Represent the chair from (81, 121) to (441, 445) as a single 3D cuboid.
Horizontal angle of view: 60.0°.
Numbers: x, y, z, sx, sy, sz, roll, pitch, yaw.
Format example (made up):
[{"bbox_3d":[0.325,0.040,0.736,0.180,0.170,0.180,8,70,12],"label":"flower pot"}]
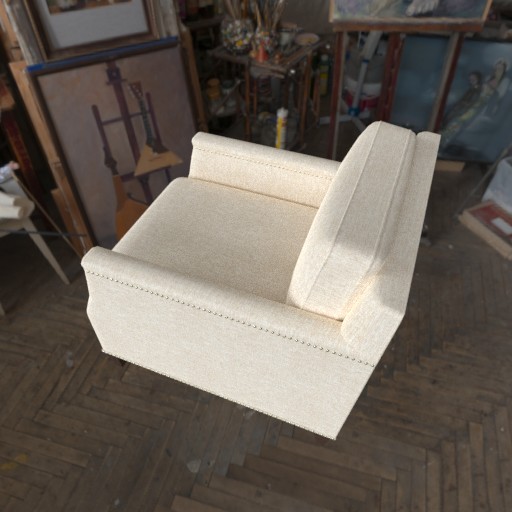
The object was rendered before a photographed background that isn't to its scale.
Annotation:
[{"bbox_3d":[0.000,0.000,1.679,1.041,0.940,0.838,16,48,15],"label":"chair"}]
